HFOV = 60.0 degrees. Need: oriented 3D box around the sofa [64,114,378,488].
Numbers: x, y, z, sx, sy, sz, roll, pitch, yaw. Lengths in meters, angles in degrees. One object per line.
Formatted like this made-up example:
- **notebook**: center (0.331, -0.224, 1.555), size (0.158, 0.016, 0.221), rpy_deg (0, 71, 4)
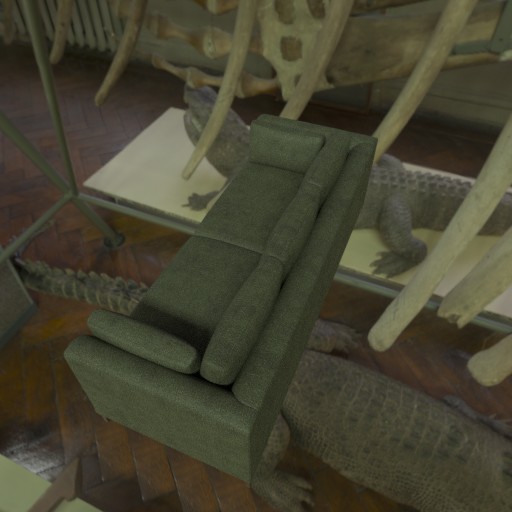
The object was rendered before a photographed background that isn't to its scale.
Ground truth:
- **sofa**: center (0.000, 0.000, 2.911), size (0.969, 0.867, 2.415), rpy_deg (17, 49, 16)
